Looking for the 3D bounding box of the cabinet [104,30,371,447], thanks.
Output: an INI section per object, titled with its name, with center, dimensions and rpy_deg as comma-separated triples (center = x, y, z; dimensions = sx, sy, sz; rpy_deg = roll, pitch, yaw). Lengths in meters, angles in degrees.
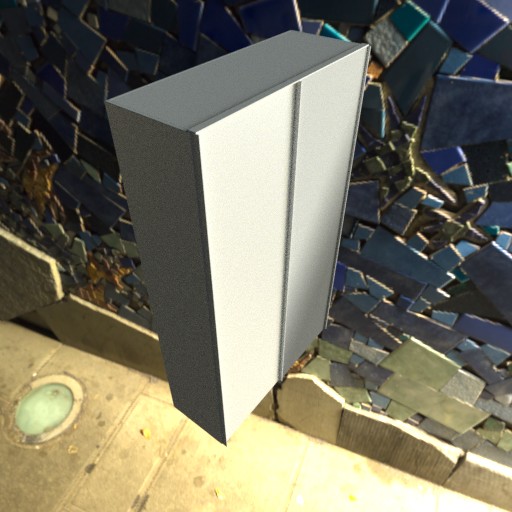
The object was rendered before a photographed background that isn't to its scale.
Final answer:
[cabinet]
center = 0.000, 0.000, 2.633
dimensions = 0.480, 2.160, 1.250
rpy_deg = 27, 48, 27
